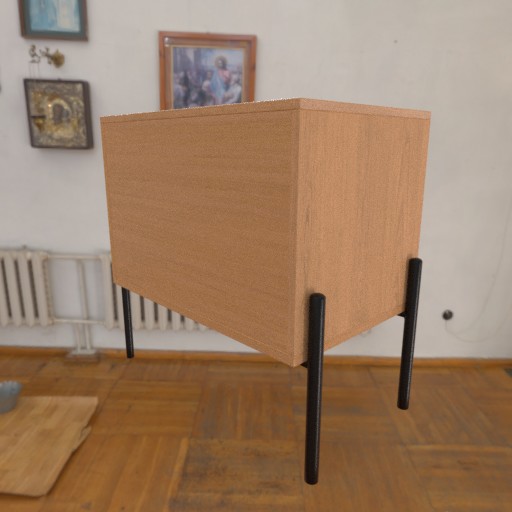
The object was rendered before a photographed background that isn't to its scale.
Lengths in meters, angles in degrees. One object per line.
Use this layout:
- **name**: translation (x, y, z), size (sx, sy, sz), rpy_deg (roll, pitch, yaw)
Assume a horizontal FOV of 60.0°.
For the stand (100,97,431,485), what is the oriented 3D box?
- **stand**: translation (0.000, 0.000, 0.985), size (0.400, 0.600, 0.630), rpy_deg (-13, 19, -42)
